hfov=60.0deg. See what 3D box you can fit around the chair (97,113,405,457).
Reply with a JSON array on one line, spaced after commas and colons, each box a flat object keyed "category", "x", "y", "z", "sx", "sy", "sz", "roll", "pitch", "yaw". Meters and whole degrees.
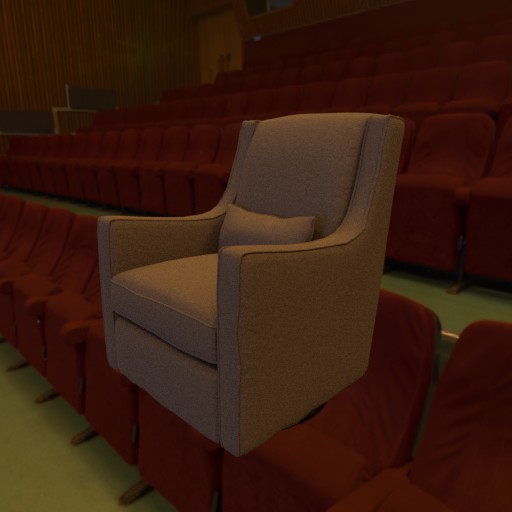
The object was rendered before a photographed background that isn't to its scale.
[{"category": "chair", "x": 0.000, "y": 0.000, "z": 1.579, "sx": 0.879, "sy": 0.993, "sz": 0.732, "roll": -14, "pitch": 20, "yaw": -43}]
